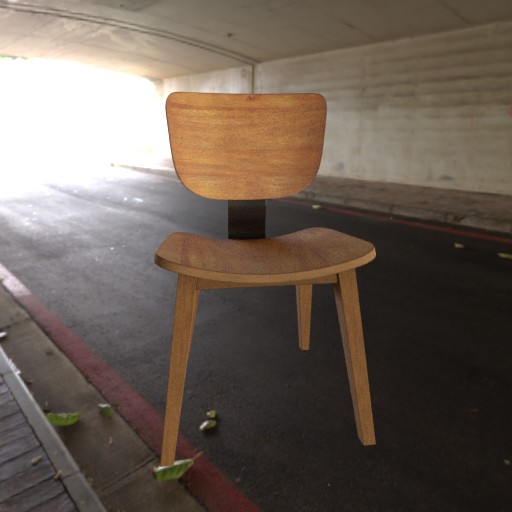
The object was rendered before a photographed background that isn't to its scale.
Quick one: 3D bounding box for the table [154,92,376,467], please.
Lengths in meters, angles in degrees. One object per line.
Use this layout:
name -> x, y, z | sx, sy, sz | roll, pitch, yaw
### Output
table -> 0.000, 0.000, 1.130 | 0.499, 0.805, 0.500 | -2, 17, -8
